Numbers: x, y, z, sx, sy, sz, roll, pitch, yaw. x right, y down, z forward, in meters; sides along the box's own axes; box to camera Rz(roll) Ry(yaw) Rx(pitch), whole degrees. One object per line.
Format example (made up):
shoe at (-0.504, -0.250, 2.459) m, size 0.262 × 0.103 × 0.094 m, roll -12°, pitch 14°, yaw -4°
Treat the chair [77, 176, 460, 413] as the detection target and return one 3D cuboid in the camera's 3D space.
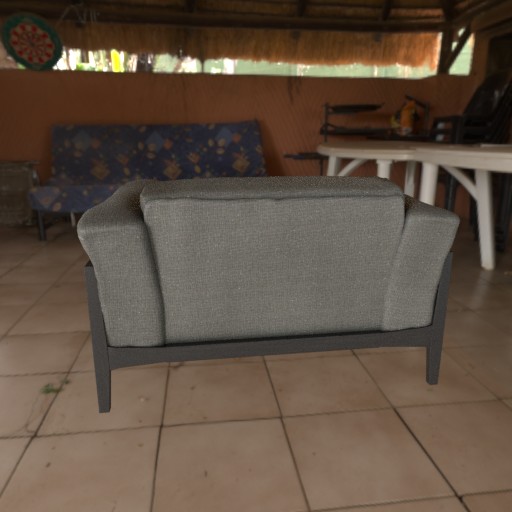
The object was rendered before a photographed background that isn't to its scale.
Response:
chair at (0.000, 0.000, 1.672) m, size 1.056 × 0.646 × 0.969 m, roll -2°, pitch 15°, yaw -8°
